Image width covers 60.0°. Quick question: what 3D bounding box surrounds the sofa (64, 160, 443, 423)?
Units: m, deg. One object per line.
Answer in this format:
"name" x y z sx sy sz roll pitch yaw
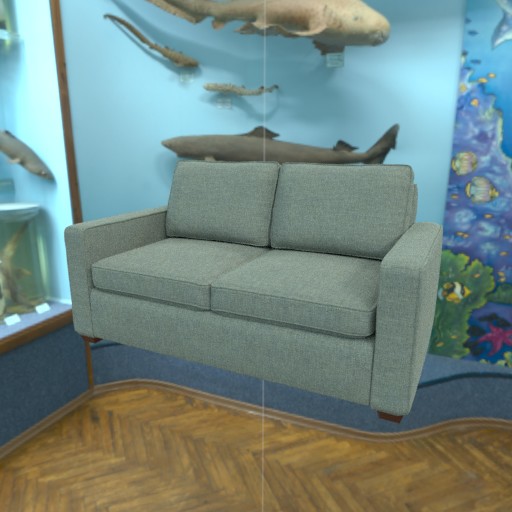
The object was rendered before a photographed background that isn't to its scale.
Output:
"sofa" 0.000 0.000 2.251 1.706 0.915 0.945 7 16 25
